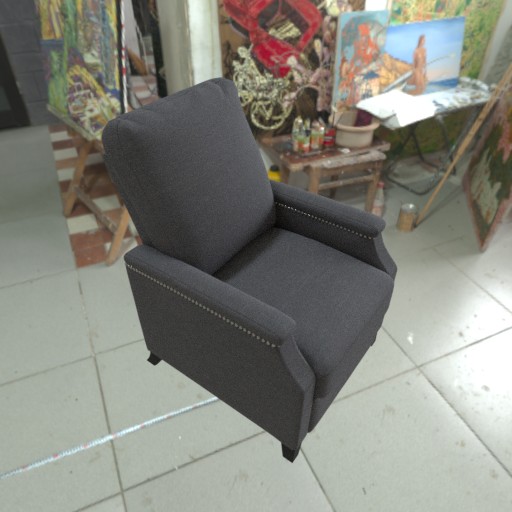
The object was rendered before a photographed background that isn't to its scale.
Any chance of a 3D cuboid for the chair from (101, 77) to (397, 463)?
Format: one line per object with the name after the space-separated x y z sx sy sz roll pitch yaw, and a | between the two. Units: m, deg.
0.000 0.000 1.641 0.922 1.049 0.710 25 46 27 | chair
